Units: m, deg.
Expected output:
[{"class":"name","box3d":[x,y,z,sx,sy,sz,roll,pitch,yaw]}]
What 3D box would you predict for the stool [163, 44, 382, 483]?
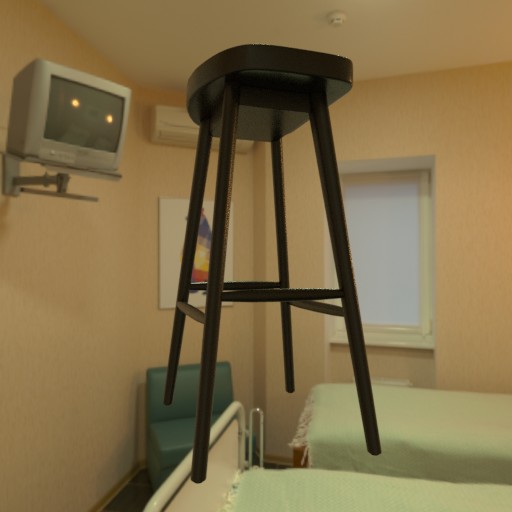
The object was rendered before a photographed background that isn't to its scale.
[{"class":"stool","box3d":[0.000,0.000,0.984,0.361,0.749,0.440,0,-1,-18]}]
